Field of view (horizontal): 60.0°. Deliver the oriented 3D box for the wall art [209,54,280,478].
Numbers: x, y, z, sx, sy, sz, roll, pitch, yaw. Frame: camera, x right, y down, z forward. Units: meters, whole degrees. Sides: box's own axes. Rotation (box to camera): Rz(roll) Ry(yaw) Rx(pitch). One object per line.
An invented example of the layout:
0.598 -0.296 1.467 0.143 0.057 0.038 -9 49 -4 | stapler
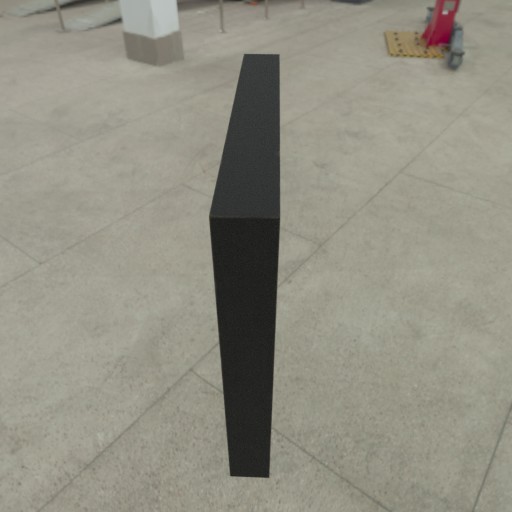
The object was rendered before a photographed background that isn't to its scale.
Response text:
0.000 0.000 0.450 0.038 0.305 0.305 1 40 2 | wall art
